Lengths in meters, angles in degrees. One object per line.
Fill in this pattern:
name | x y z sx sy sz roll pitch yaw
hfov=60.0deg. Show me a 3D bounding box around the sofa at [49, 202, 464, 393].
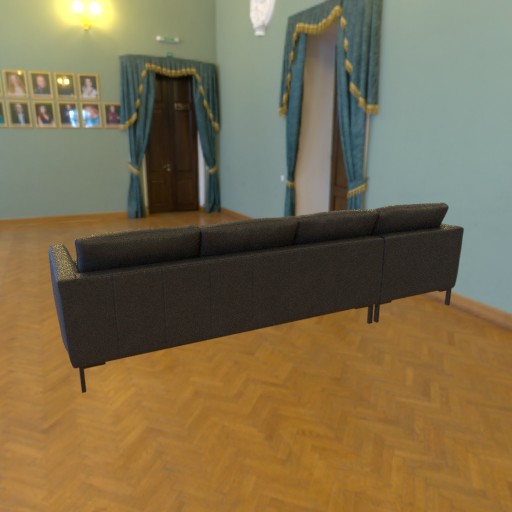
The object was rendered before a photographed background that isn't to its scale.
sofa | 0.000 0.000 3.547 2.993 0.859 1.471 -8 17 -26
